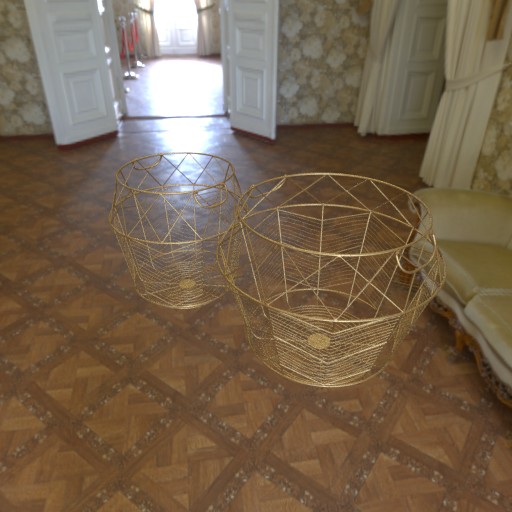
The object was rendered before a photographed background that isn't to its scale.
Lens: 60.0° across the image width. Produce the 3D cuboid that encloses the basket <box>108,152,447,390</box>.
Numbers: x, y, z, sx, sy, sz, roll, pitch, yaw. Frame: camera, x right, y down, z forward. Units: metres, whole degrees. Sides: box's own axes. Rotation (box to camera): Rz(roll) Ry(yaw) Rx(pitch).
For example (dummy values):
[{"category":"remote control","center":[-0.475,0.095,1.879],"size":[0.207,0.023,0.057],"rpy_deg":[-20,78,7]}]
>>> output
[{"category":"basket","center":[0.000,0.000,1.020],"size":[0.805,0.343,0.451],"rpy_deg":[20,36,29]}]
